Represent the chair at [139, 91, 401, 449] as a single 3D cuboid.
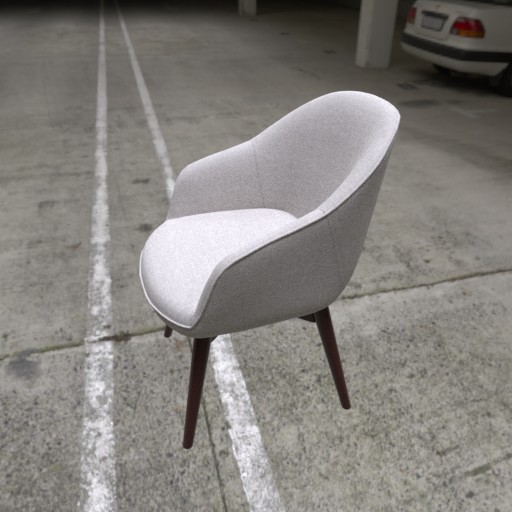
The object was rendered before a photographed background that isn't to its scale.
[{"bbox_3d":[0.000,0.000,1.232,0.635,0.823,0.596,-8,31,-14],"label":"chair"}]
